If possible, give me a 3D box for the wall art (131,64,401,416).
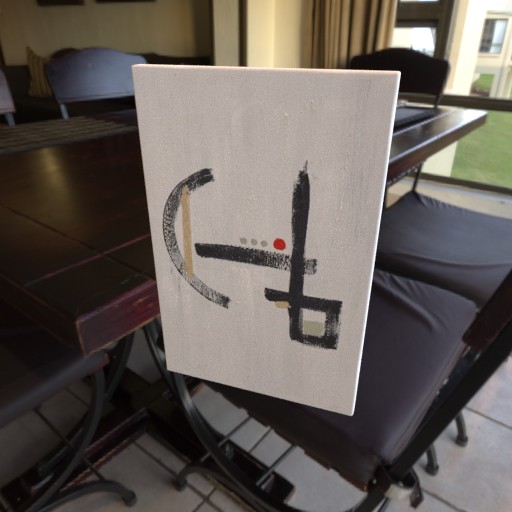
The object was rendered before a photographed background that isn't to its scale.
[{"bbox_3d":[0.000,0.000,1.169,0.602,0.916,0.048,9,29,17],"label":"wall art"}]
